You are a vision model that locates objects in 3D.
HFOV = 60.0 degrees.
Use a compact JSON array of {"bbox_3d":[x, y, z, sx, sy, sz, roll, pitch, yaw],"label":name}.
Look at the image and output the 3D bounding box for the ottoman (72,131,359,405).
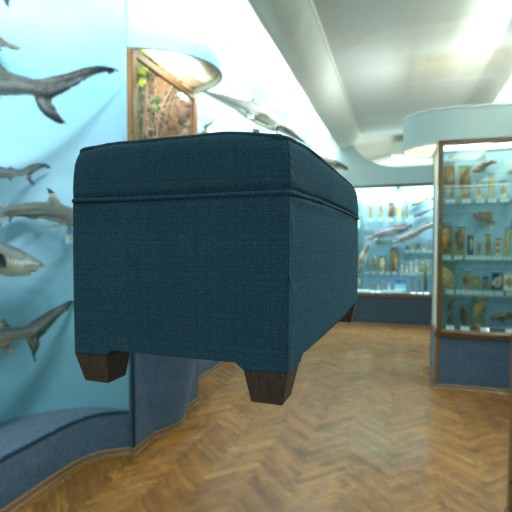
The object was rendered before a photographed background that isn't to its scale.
[{"bbox_3d":[0.000,0.000,1.223,0.474,0.474,0.943,1,2,20],"label":"ottoman"}]
